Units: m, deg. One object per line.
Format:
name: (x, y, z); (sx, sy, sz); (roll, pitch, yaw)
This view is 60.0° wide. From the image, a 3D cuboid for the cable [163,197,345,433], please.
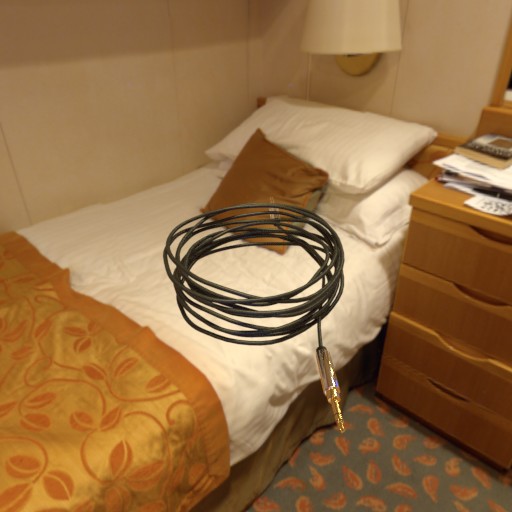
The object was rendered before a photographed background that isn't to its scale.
cable: (0.000, 0.000, 0.504); (0.198, 0.069, 0.432); (-2, 32, -3)
